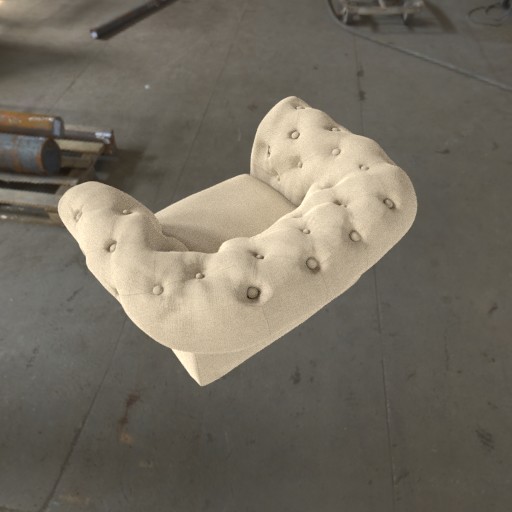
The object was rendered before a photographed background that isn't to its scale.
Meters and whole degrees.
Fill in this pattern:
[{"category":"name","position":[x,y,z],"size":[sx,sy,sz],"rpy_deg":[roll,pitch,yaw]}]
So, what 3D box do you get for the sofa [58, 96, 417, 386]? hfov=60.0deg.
[{"category":"sofa","position":[0.000,0.000,2.102],"size":[1.405,0.878,1.034],"rpy_deg":[-30,54,-25]}]
